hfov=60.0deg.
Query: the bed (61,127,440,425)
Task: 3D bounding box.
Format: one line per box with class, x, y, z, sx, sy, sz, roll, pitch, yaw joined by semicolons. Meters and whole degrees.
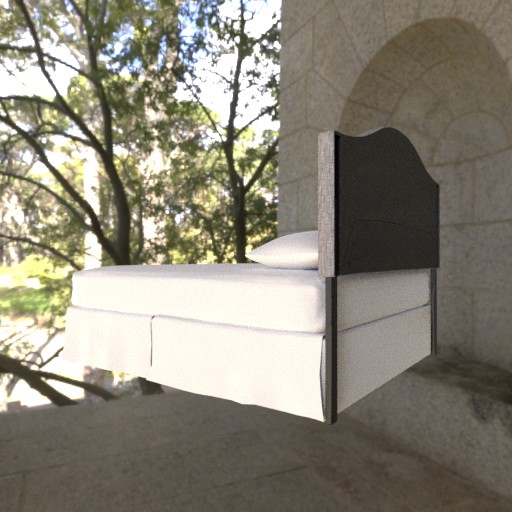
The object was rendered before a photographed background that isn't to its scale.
bed;0.000;0.000;2.847;1.870;1.295;1.610;0;0;36
